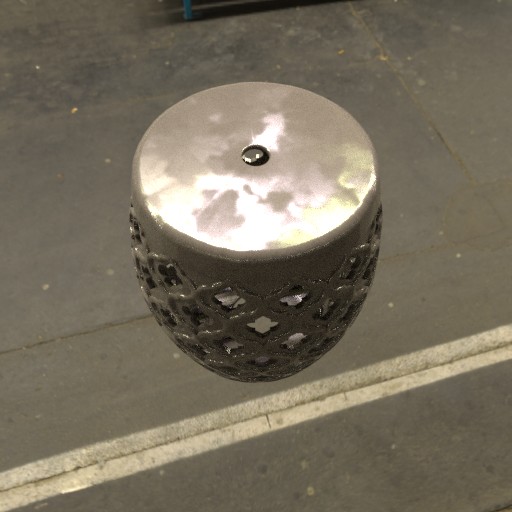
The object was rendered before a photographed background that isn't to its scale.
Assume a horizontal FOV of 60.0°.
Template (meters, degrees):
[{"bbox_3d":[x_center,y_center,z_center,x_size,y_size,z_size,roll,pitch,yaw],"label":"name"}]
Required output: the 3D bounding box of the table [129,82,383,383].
[{"bbox_3d":[0.000,0.000,0.628,0.325,0.388,0.325,0,57,0],"label":"table"}]
